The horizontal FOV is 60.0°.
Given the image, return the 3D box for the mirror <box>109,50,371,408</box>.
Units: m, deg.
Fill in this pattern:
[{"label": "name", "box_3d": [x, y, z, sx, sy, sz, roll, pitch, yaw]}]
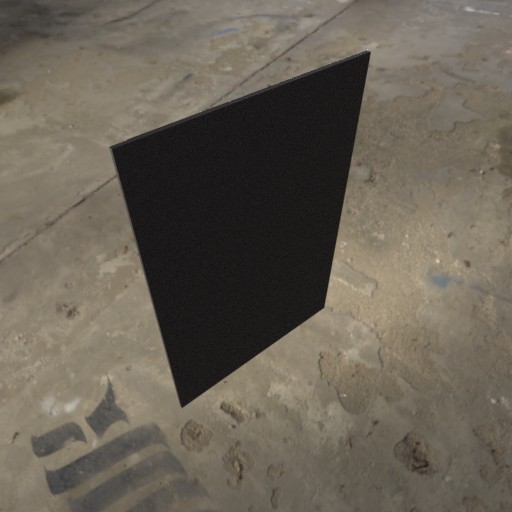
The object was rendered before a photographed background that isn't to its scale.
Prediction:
[{"label": "mirror", "box_3d": [0.000, 0.000, 1.170, 0.613, 0.914, 0.039, -30, 53, -26]}]
